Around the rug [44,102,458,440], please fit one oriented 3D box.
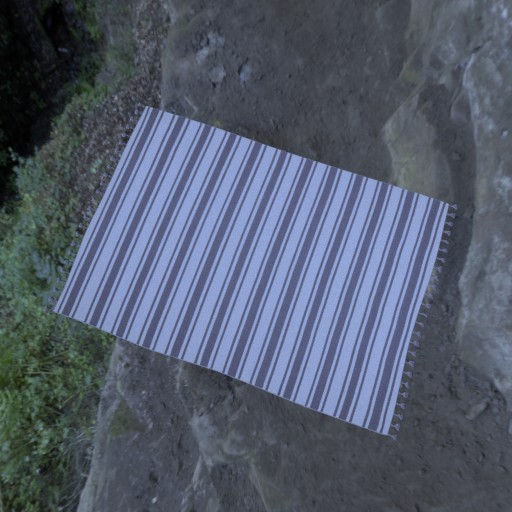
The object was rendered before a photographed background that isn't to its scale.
[{"bbox_3d":[0.000,0.000,3.744,3.040,0.017,2.030,19,77,4],"label":"rug"}]
